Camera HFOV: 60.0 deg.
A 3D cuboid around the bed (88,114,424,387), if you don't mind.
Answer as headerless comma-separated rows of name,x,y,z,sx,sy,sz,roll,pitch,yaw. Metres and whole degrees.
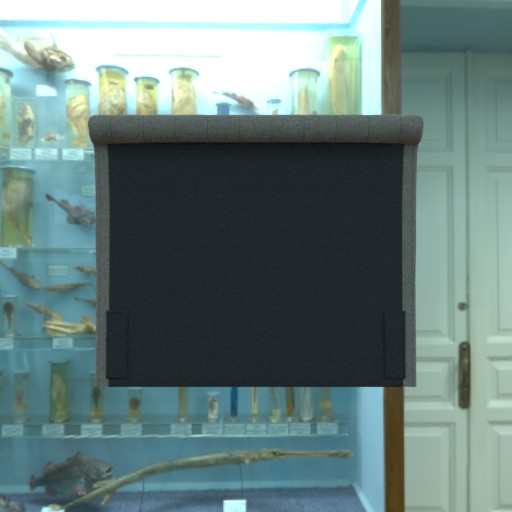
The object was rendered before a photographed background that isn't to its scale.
bed,0.000,0.000,3.271,1.645,1.371,2.252,0,-1,0
